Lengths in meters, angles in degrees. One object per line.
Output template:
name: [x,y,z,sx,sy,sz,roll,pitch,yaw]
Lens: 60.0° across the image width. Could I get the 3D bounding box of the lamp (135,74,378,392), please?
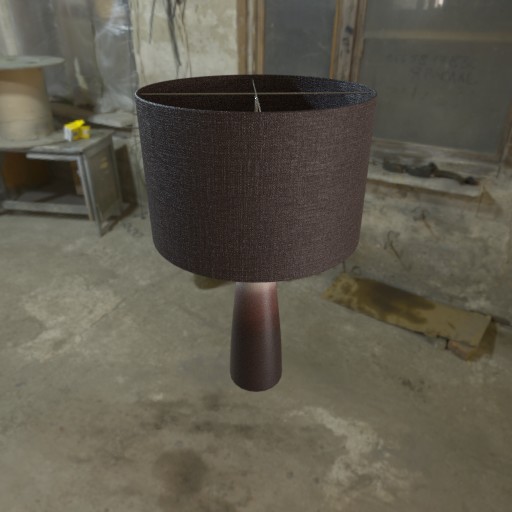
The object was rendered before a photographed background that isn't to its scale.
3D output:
lamp: [0.000,0.000,0.685,0.303,0.488,0.303,0,29,0]
